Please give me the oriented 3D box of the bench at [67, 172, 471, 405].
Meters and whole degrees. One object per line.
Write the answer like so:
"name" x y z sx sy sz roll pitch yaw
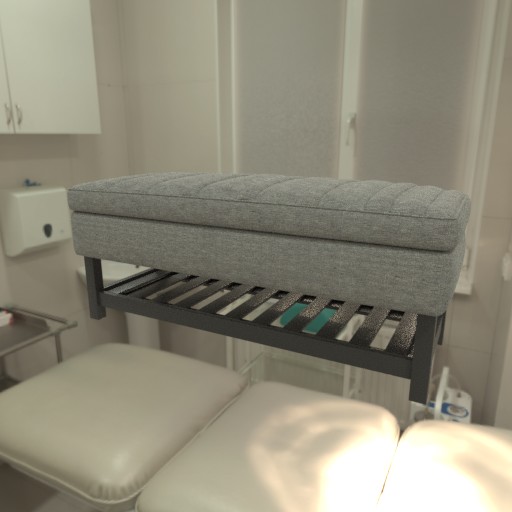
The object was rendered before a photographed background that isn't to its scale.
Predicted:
"bench" 0.000 0.000 1.307 1.100 0.470 0.429 8 17 27
